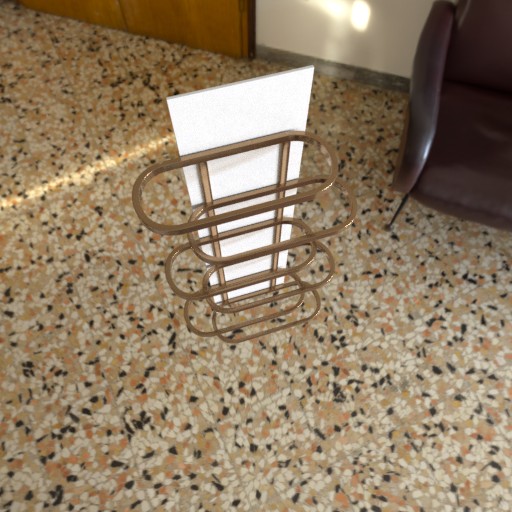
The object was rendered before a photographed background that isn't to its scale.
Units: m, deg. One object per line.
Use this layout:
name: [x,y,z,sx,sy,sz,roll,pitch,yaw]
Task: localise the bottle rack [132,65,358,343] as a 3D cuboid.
bottle rack: [0.000,0.000,0.818,0.332,0.709,0.118,-16,65,-8]
